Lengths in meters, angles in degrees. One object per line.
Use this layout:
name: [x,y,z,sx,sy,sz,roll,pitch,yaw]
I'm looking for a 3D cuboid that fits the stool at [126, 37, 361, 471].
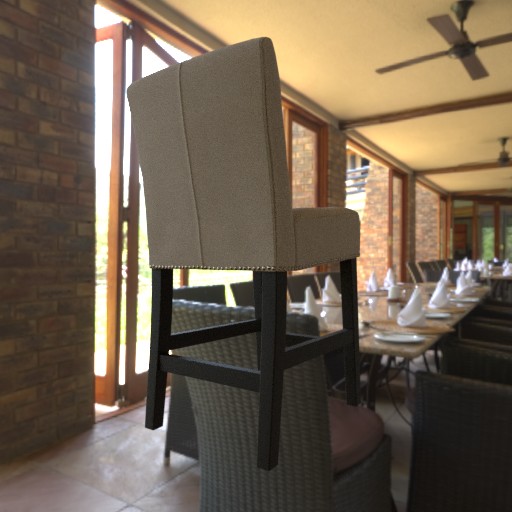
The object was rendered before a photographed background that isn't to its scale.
stool: [0.000,0.000,1.202,0.427,0.885,0.571,0,0,36]
